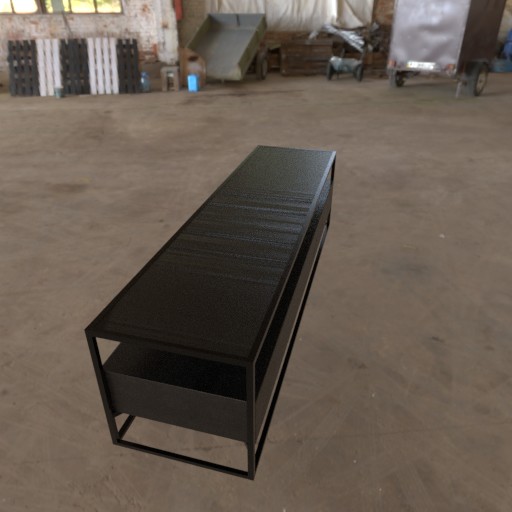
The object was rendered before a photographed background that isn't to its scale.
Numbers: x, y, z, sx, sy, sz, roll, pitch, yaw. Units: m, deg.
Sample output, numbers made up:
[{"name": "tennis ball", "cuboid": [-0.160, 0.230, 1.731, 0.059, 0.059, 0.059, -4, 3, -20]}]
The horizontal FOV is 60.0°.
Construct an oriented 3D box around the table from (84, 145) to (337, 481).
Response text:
[{"name": "table", "cuboid": [0.000, 0.000, 1.666, 0.399, 0.395, 1.486, 8, 31, 13]}]
